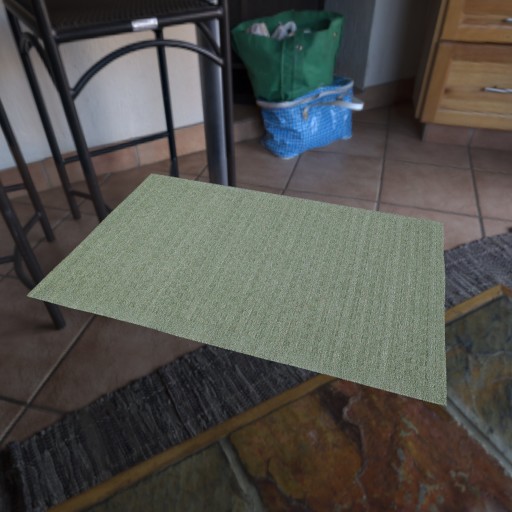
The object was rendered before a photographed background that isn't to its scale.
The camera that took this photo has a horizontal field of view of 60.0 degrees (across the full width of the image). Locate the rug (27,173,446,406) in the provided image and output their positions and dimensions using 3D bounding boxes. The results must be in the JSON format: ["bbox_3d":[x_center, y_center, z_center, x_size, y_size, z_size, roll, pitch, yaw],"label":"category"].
[{"bbox_3d":[0.000,0.000,2.155,1.747,0.006,1.143,12,41,14],"label":"rug"}]
